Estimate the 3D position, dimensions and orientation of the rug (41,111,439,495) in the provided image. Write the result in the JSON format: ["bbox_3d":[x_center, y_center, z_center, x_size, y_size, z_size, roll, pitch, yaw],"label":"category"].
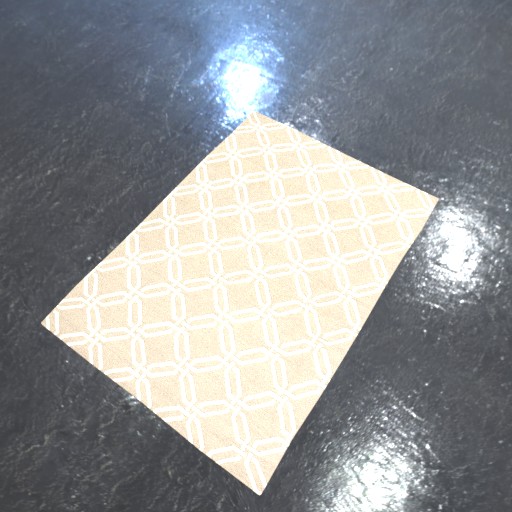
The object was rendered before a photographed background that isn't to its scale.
[{"bbox_3d":[0.000,0.000,2.735,1.524,0.013,2.135,31,64,17],"label":"rug"}]
